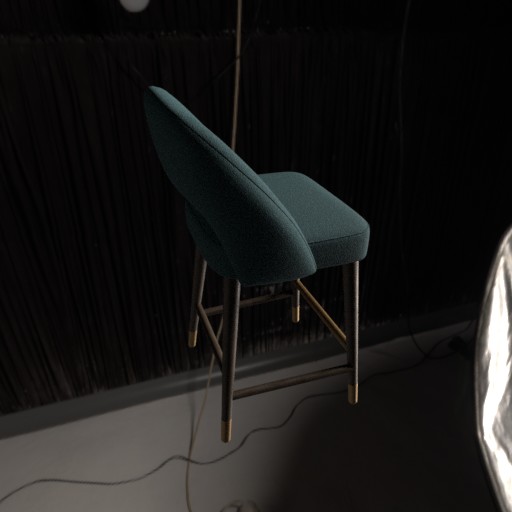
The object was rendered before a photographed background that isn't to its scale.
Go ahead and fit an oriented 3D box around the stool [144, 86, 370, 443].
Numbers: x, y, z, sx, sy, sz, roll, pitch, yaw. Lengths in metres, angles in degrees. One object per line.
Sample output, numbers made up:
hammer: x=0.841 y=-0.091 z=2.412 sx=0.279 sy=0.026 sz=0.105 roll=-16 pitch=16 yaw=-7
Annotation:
stool: x=0.000 y=0.000 z=1.286 sx=0.522 sy=0.939 sz=0.536 roll=-10 pitch=32 yaw=-17
